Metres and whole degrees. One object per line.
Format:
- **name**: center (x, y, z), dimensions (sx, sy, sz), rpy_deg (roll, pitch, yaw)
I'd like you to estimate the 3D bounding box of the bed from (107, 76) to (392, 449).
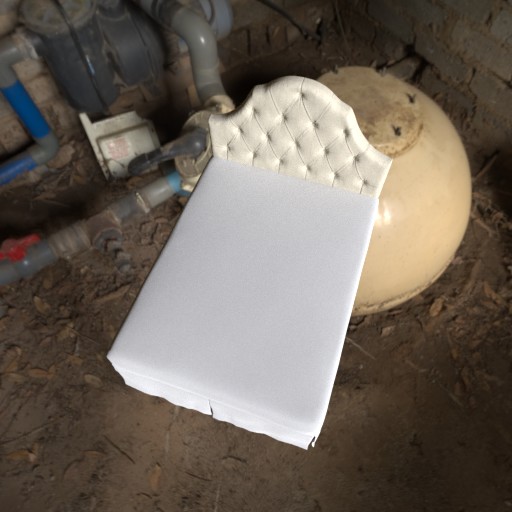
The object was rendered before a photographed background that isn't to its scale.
- **bed**: center (0.000, 0.000, 3.260), dimensions (1.627, 1.575, 2.092), rpy_deg (16, 60, 10)
